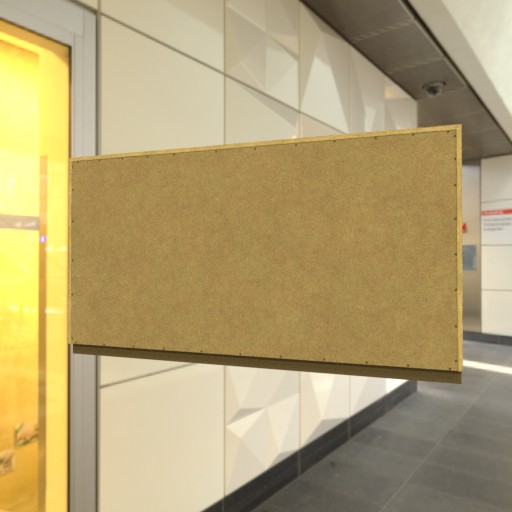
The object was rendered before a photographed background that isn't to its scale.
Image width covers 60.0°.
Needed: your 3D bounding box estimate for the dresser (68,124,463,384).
[{"bbox_3d":[0.000,0.000,1.983,1.628,0.889,0.483,0,-1,18],"label":"dresser"}]
